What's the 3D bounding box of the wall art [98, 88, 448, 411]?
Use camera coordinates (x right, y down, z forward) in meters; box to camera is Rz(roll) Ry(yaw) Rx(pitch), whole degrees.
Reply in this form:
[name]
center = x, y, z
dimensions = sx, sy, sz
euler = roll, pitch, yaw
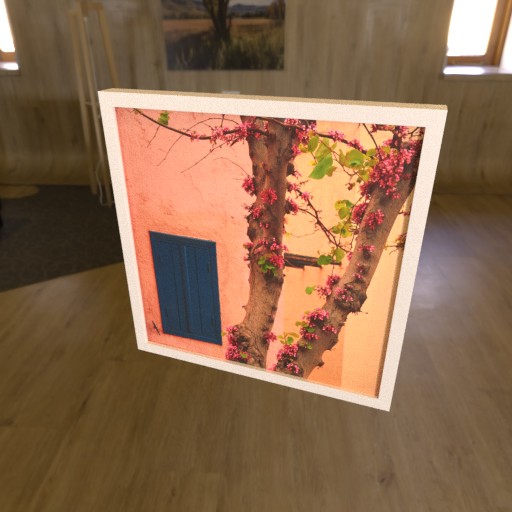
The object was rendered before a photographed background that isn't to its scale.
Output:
[wall art]
center = 0.000, 0.000, 0.748
dimensions = 0.507, 0.508, 0.038
euler = 9, 29, 17
